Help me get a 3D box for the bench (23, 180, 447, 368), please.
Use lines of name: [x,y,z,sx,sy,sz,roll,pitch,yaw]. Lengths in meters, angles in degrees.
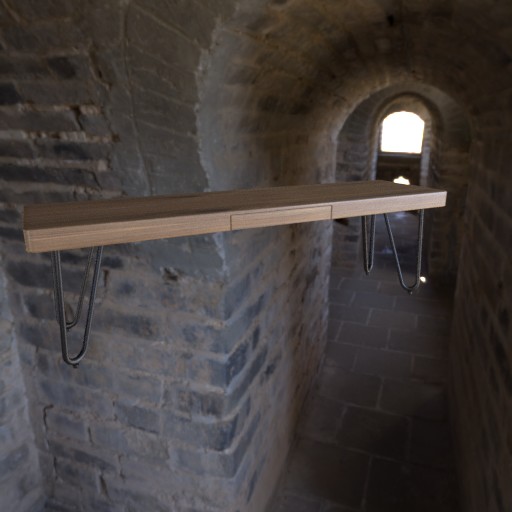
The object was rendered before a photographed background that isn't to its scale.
bench: [0.000,0.000,1.737,1.570,0.462,0.425,-8,19,-25]
